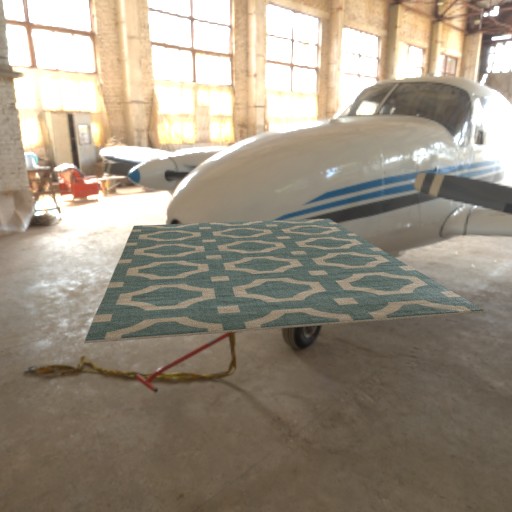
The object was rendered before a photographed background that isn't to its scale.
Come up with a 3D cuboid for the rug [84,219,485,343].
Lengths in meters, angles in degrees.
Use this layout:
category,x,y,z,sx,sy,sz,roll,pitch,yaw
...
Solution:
category,x,y,z,sx,sy,sz,roll,pitch,yaw
rug,0.000,0.000,4.086,2.466,0.021,3.049,-3,16,-10
